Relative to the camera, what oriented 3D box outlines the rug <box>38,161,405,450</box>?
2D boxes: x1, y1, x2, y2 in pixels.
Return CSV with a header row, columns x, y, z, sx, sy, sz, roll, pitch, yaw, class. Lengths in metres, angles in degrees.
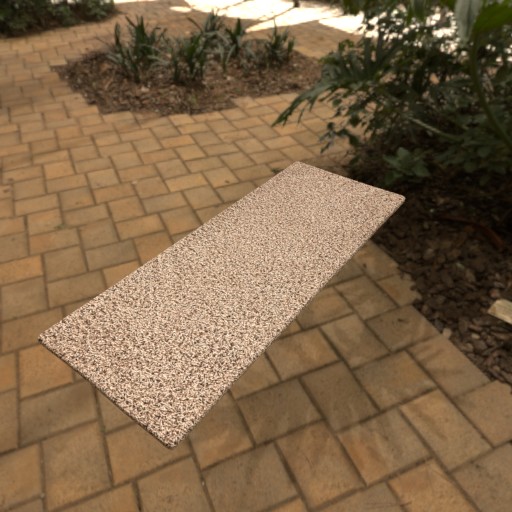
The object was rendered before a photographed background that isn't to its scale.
x,y,z,sx,sy,sz,roll,pitch,yaw,class
0.000,0.000,1.745,0.609,0.030,1.524,25,45,28,rug
